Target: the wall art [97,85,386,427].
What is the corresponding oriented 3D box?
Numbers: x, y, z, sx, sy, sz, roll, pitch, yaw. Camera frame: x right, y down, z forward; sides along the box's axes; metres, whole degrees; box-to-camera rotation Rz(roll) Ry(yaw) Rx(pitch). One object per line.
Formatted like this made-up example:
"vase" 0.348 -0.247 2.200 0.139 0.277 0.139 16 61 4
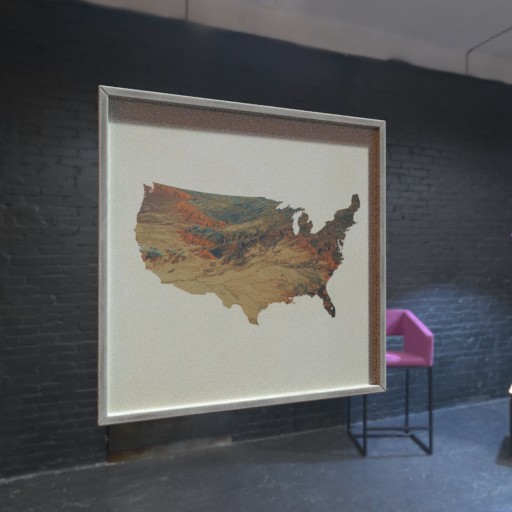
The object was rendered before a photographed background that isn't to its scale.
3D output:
"wall art" 0.000 0.000 0.450 0.303 0.303 0.015 0 0 -20
